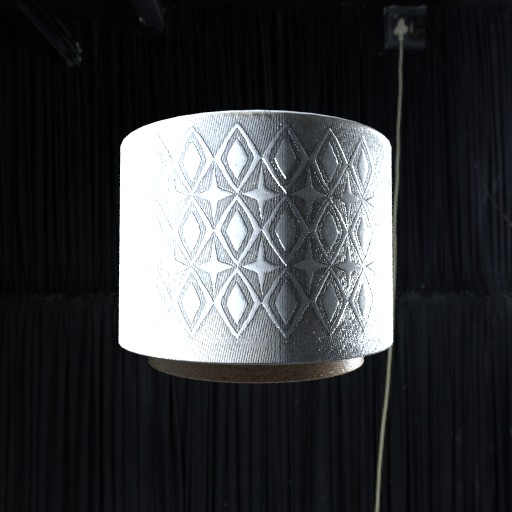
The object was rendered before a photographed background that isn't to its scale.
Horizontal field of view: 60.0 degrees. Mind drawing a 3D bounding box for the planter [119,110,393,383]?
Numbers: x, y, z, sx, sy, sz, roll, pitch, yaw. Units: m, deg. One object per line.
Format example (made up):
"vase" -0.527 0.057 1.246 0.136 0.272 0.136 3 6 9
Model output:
"planter" 0.000 0.000 0.317 0.186 0.144 0.186 0 -2 0
